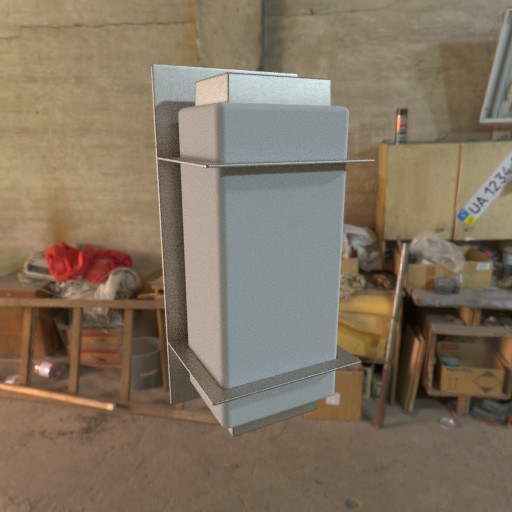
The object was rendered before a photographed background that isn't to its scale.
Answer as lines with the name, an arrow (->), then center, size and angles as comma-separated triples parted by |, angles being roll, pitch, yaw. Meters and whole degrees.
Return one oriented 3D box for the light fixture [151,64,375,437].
light fixture -> 0.000, 0.000, 0.469 | 0.168, 0.380, 0.160 | -8, 17, -26
